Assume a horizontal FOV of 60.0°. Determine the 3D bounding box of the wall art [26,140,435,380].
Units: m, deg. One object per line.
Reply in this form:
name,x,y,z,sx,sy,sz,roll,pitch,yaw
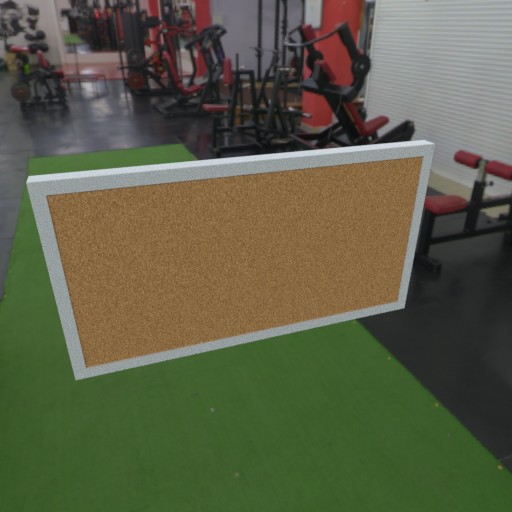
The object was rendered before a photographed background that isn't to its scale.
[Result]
wall art,0.000,0.000,0.962,0.812,0.431,0.038,-9,29,-17
